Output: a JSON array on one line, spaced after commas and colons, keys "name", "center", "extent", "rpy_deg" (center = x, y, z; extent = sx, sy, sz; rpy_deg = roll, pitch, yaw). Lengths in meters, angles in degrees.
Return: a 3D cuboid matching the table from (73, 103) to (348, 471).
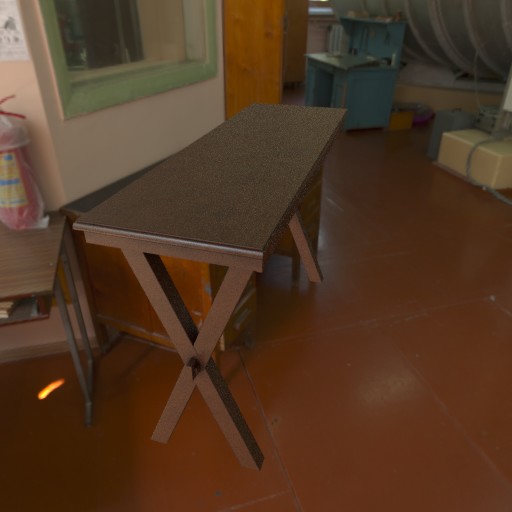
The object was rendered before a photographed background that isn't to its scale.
[{"name": "table", "center": [0.000, 0.000, 1.521], "extent": [0.399, 0.763, 1.197], "rpy_deg": [9, 32, 15]}]
